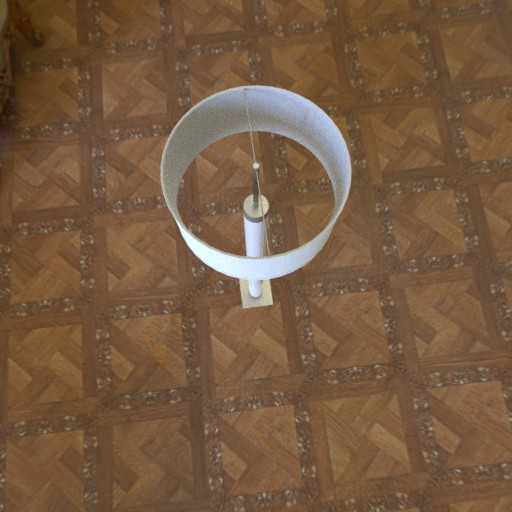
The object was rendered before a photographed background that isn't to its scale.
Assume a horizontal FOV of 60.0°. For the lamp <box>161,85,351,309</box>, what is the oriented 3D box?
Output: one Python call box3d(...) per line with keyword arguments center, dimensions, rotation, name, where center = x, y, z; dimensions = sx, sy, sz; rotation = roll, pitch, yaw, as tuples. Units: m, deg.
box3d(center=(0.000, 0.000, 1.672), dimensions=(0.420, 1.475, 0.420), rotation=(-8, 75, -2), name="lamp")
